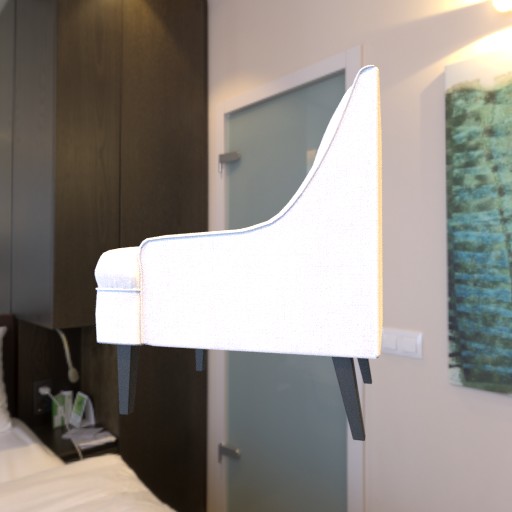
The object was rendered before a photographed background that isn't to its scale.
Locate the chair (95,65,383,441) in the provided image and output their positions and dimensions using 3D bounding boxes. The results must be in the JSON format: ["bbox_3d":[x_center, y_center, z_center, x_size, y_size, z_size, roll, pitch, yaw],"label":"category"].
[{"bbox_3d":[0.000,0.000,1.419,0.772,0.891,0.658,0,-1,16],"label":"chair"}]
